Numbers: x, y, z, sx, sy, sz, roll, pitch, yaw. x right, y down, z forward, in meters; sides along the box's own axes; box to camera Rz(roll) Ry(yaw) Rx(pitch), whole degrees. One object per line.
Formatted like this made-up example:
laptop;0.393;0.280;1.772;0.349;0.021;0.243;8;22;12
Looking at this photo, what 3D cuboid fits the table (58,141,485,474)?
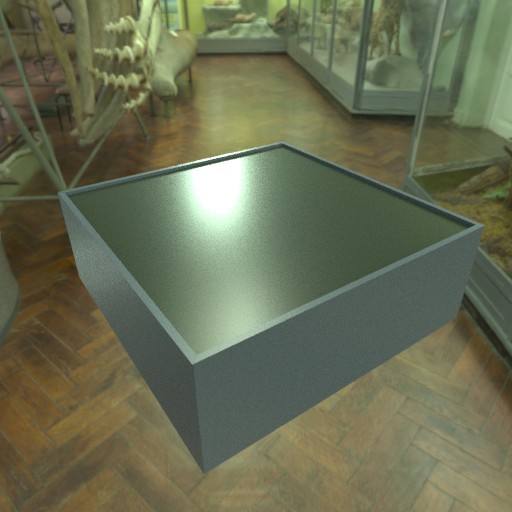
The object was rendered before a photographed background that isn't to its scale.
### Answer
table;0.000;0.000;1.242;0.801;0.299;0.801;-20;37;-29
